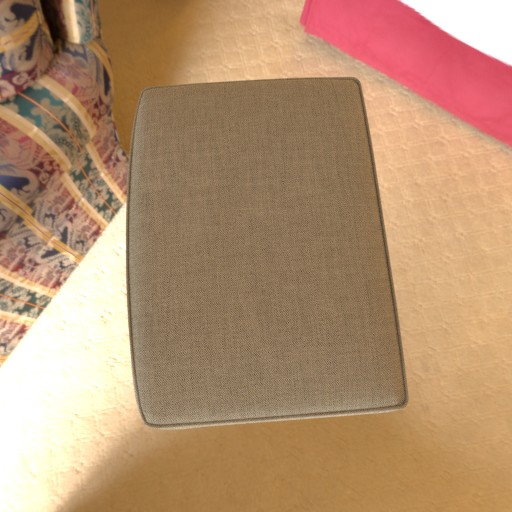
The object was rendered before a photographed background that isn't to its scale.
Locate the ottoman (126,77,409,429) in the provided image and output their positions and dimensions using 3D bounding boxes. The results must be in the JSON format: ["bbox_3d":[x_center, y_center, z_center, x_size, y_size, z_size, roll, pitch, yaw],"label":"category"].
[{"bbox_3d":[0.000,0.000,1.093,0.555,0.458,0.750,-4,75,-1],"label":"ottoman"}]
